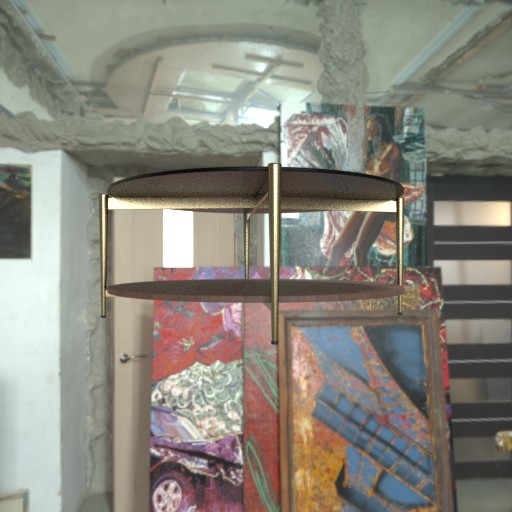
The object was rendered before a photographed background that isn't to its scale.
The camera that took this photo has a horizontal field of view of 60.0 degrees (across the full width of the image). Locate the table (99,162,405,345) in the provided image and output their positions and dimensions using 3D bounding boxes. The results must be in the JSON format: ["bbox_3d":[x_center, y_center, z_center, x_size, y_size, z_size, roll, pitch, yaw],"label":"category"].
[{"bbox_3d":[0.000,0.000,1.476,0.938,0.400,0.938,0,-1,-35],"label":"table"}]
